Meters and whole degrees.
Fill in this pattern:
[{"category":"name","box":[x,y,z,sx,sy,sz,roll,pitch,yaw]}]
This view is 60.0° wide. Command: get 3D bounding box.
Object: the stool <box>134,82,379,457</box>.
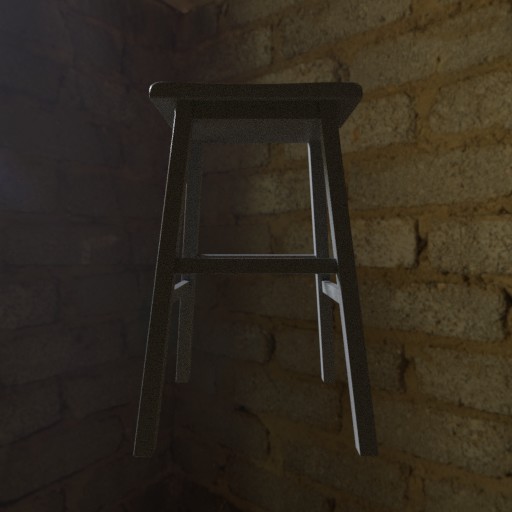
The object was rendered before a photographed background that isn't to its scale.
[{"category":"stool","box":[0.000,0.000,1.054,0.457,0.737,0.476,0,2,0]}]
